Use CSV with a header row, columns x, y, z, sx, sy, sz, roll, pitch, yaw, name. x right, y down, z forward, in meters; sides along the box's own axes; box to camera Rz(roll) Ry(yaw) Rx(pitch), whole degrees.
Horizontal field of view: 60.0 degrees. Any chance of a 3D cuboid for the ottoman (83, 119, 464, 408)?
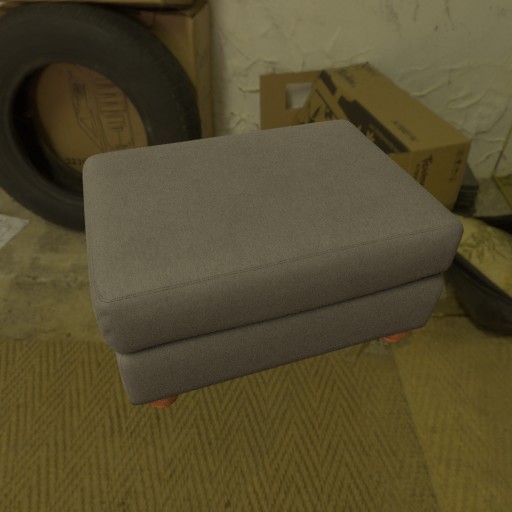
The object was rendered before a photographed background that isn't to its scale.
x,y,z,sx,sy,sz,roll,pitch,yaw,name
0.000,0.000,1.154,0.773,0.497,0.574,-12,42,-14,ottoman
